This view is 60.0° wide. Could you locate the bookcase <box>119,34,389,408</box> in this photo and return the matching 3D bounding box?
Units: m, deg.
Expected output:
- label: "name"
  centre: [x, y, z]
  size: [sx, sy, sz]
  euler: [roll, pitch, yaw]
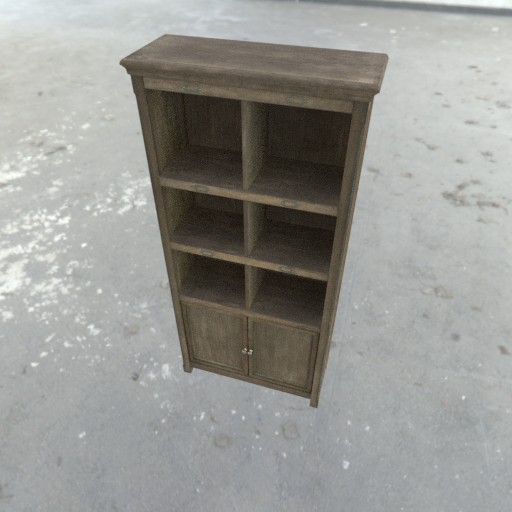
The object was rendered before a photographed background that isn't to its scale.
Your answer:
- label: "bookcase"
  centre: [0.000, 0.000, 2.195]
  size: [0.906, 1.880, 0.348]
  euler: [11, 42, 13]
